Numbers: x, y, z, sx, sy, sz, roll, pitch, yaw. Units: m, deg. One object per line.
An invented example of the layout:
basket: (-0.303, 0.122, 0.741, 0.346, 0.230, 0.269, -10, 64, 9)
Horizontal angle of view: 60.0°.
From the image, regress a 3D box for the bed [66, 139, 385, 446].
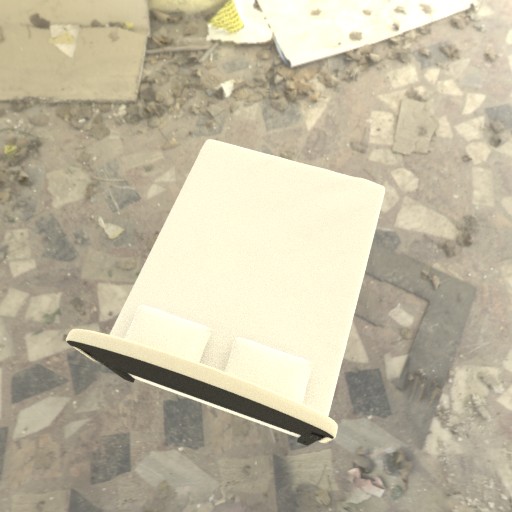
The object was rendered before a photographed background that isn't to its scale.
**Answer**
bed: (0.000, 0.000, 3.056, 1.607, 1.410, 2.005, 17, 65, 8)
